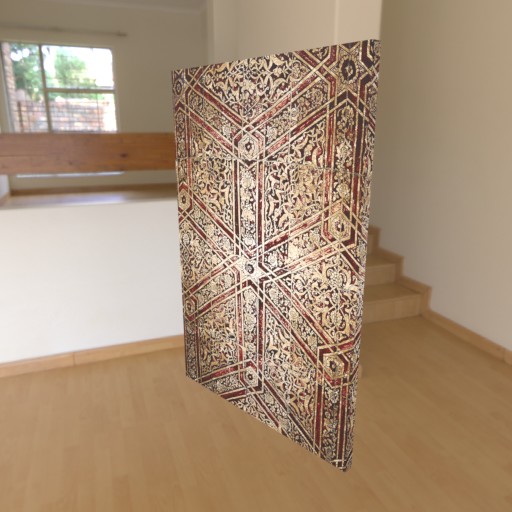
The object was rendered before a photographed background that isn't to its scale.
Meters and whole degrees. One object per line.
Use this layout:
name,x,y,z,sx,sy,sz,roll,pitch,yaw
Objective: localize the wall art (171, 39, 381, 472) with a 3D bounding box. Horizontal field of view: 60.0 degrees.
wall art,0.000,0.000,0.730,0.397,0.599,0.020,15,21,42
